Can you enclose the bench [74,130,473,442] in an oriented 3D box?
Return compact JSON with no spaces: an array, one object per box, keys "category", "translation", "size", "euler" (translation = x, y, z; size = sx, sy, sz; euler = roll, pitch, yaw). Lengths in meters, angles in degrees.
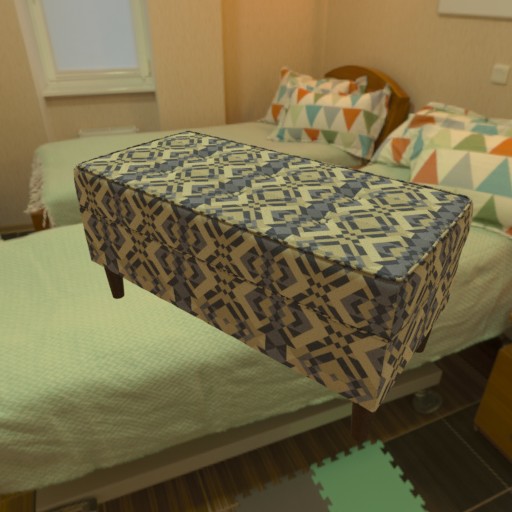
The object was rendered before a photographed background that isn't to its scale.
[{"category":"bench","translation":[0.000,0.000,1.298],"size":[1.016,0.477,0.492],"euler":[22,37,32]}]
